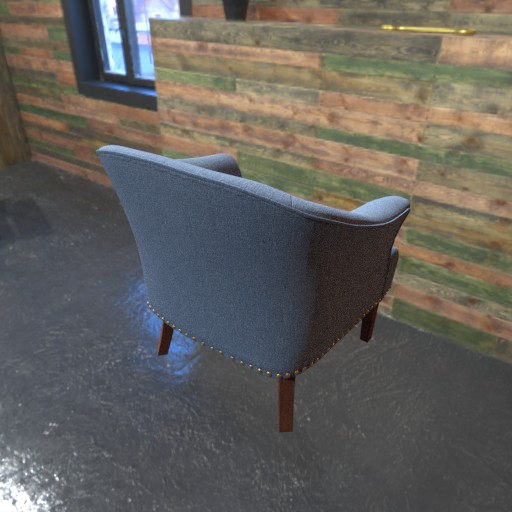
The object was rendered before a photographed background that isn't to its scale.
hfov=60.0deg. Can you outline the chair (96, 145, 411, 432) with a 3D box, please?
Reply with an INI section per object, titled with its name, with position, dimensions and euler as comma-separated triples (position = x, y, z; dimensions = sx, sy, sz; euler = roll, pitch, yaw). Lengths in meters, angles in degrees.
[chair]
position = 0.000, 0.000, 1.416
dimensions = 0.772, 0.815, 0.704
euler = 22, 37, 32
